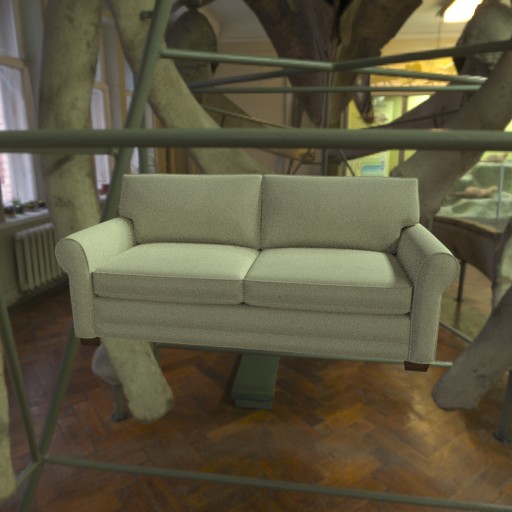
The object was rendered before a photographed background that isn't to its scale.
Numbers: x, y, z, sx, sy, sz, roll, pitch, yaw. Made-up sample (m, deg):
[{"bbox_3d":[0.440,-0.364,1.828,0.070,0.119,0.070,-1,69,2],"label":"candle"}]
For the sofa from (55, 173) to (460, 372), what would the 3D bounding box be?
[{"bbox_3d":[0.000,0.000,2.746,2.146,0.962,0.901,2,15,9],"label":"sofa"}]
